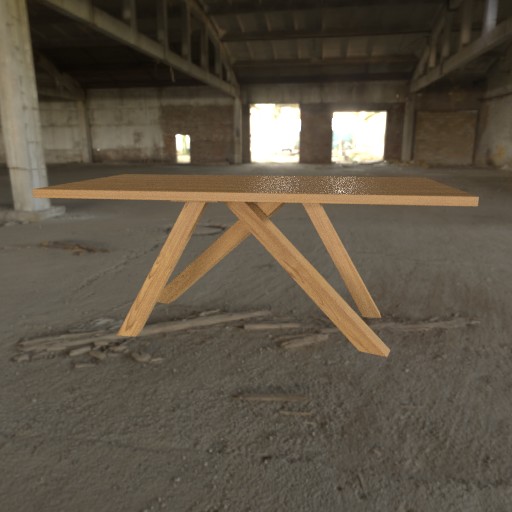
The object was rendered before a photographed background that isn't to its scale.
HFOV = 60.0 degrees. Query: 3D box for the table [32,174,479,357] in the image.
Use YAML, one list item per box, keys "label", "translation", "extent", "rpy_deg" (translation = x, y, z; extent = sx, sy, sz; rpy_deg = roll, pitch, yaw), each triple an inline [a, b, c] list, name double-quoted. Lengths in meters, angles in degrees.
- label: "table"
  translation: [0.000, 0.000, 2.287]
  extent: [1.797, 0.750, 0.901]
  rpy_deg: [2, 15, 8]
